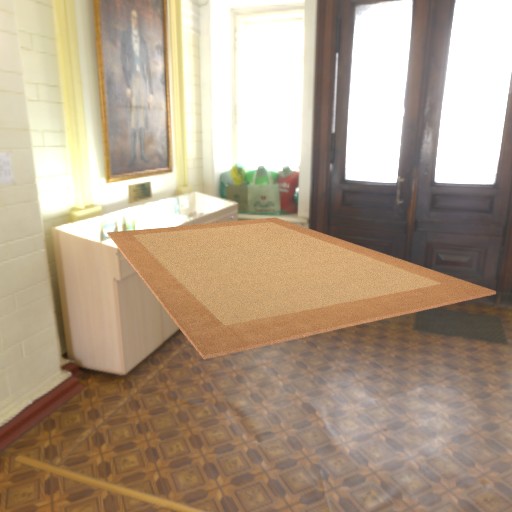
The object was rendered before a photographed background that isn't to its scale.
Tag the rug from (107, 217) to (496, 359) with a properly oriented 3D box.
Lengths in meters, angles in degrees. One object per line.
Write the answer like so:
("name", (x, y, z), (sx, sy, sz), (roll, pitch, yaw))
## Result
("rug", (0.000, 0.000, 2.284), (1.219, 0.014, 1.829), (-7, 17, -25))
